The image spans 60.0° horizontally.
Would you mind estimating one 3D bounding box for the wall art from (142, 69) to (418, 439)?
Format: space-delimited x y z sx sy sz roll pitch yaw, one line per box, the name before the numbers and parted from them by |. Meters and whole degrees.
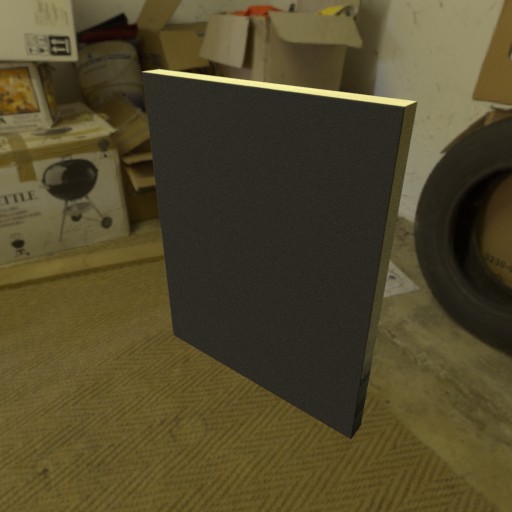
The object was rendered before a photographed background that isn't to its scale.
wall art | 0.000 0.000 0.830 0.489 0.608 0.040 21 36 32
